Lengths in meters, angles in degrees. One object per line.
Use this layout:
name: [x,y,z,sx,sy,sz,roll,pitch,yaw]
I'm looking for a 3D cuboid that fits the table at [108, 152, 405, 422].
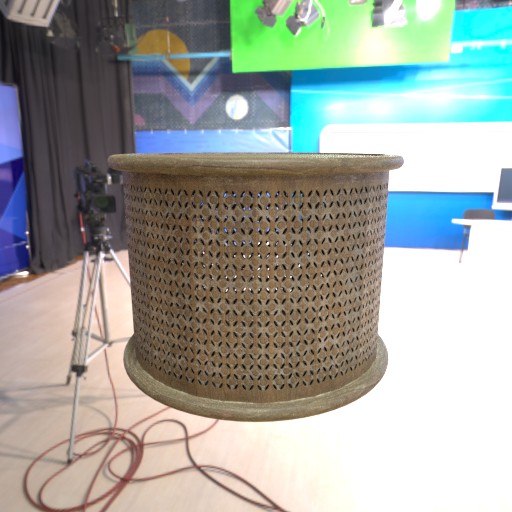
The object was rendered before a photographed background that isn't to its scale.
table: [0.000,0.000,1.004,0.607,0.450,0.607,0,14,0]
